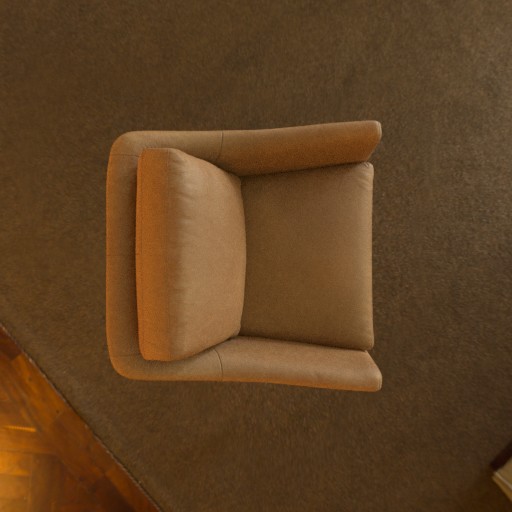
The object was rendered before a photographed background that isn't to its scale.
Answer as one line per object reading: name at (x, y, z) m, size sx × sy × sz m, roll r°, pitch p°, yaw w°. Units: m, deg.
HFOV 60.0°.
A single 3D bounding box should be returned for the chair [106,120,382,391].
chair at (0.000, 0.000, 1.748) m, size 0.963 × 0.895 × 0.988 m, roll 0°, pitch 90°, yaw 0°
